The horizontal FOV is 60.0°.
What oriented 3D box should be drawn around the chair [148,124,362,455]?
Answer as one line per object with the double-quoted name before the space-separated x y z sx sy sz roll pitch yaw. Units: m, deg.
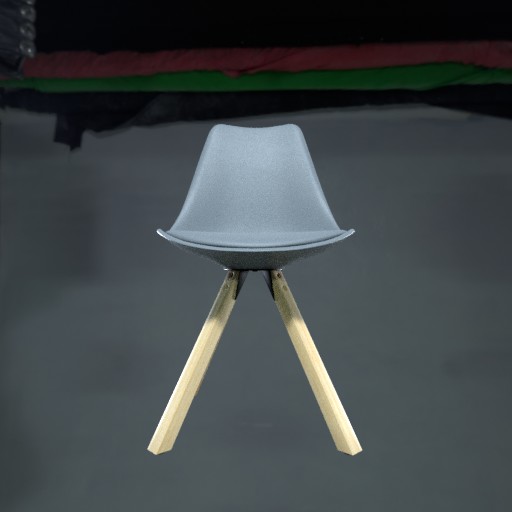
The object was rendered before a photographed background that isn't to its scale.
"chair" 0.000 0.000 1.175 0.485 0.850 0.549 0 0 0
